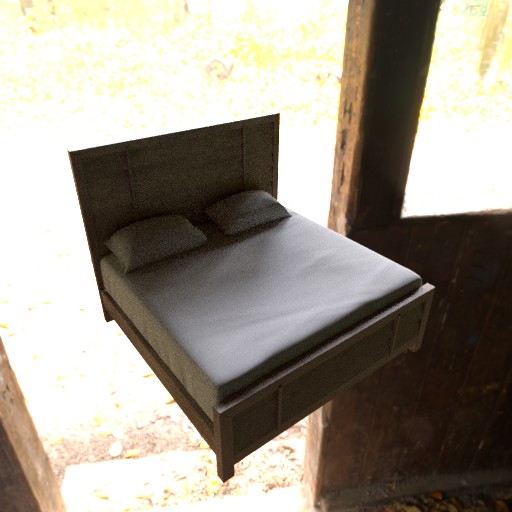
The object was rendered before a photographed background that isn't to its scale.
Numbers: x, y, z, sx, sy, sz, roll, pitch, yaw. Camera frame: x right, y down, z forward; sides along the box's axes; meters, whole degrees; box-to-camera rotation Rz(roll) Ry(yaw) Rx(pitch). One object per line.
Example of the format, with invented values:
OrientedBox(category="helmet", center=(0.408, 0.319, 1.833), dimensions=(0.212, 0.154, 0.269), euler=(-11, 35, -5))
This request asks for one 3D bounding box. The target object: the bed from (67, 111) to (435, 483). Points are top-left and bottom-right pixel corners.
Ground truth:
OrientedBox(category="bed", center=(0.000, 0.000, 3.571), dimensions=(2.032, 1.626, 2.032), euler=(-21, 37, -31))
